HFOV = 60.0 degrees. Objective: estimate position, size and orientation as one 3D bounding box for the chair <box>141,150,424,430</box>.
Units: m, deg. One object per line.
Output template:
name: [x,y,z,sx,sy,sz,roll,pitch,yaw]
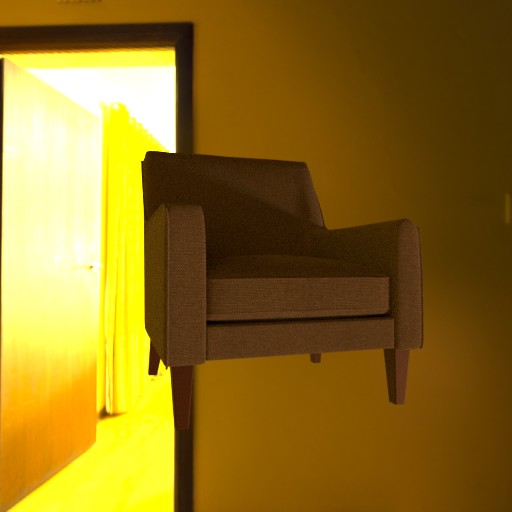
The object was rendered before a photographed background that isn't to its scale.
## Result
chair: [0.000,0.000,1.632,0.780,0.919,0.899,0,-1,-18]
